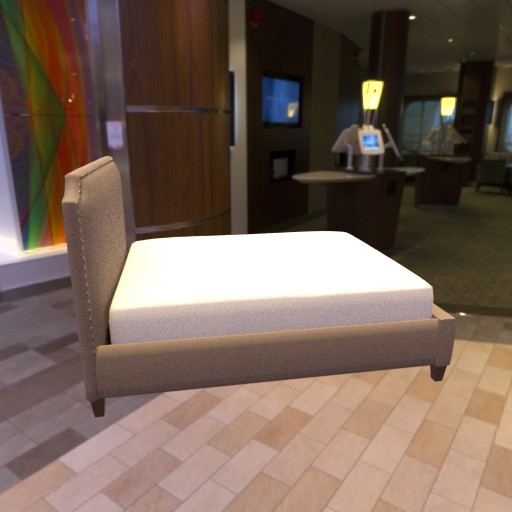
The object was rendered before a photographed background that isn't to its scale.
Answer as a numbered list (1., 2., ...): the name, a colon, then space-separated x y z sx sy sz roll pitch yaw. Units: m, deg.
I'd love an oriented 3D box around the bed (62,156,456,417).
1. bed: 0.000 0.000 3.409 2.372 1.443 1.713 -3 17 -10
